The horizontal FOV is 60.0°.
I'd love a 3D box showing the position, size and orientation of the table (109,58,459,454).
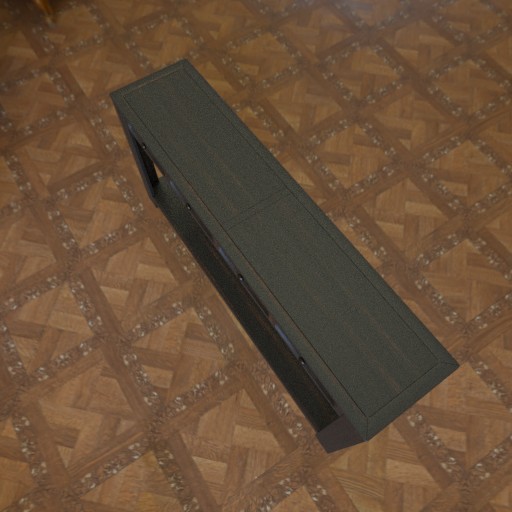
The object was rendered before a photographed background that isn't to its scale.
[{"bbox_3d":[0.000,0.000,1.933,0.384,0.762,1.631,-32,68,-15],"label":"table"}]
